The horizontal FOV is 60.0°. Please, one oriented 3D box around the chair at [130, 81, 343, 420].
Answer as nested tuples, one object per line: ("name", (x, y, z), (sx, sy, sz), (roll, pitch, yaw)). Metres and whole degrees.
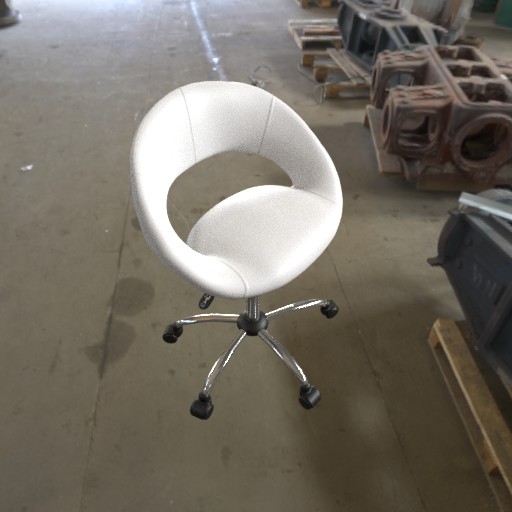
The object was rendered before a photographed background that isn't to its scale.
("chair", (0.000, 0.000, 1.178), (0.538, 0.791, 0.612), (27, 48, 28))
